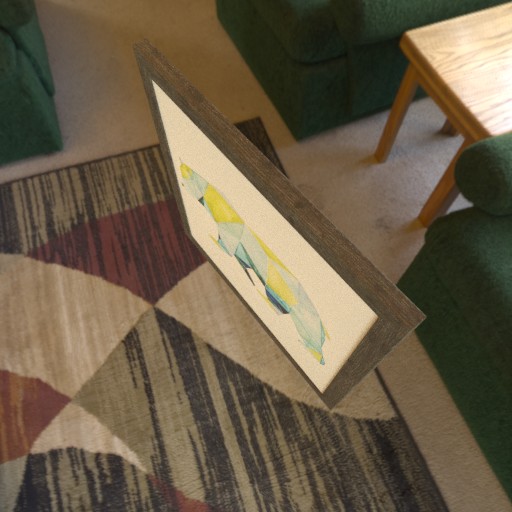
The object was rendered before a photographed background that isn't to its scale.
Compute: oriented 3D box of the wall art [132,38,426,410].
[{"bbox_3d":[0.000,0.000,0.669,0.027,0.459,0.462,-35,68,-16],"label":"wall art"}]
